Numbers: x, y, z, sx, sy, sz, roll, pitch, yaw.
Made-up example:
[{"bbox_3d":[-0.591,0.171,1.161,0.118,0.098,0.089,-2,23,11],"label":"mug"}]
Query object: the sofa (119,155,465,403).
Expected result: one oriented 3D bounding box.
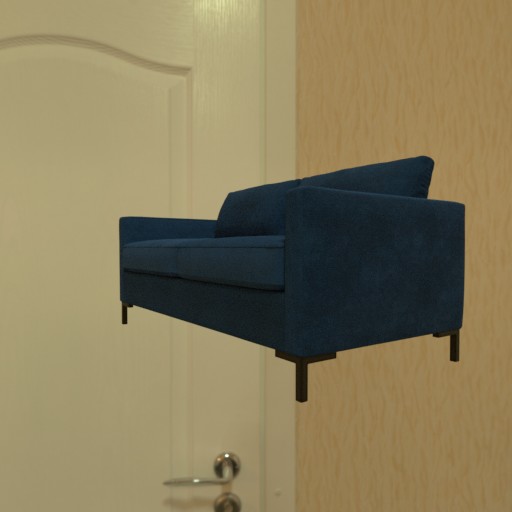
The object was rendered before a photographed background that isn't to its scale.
[{"bbox_3d":[0.000,0.000,2.165,0.875,0.817,1.676,-1,1,-35],"label":"sofa"}]
